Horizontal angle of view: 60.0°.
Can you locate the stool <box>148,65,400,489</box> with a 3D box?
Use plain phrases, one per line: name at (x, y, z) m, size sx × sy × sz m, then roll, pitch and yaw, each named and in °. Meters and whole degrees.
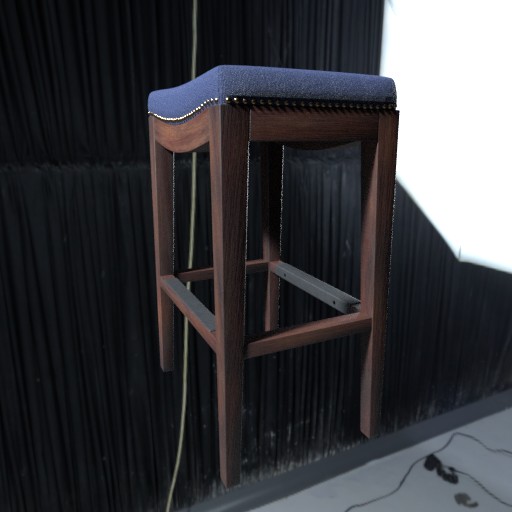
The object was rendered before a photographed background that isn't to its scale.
stool at (0.000, 0.000, 1.012) m, size 0.358 × 0.740 × 0.498 m, roll -7°, pitch 17°, yaw -25°
